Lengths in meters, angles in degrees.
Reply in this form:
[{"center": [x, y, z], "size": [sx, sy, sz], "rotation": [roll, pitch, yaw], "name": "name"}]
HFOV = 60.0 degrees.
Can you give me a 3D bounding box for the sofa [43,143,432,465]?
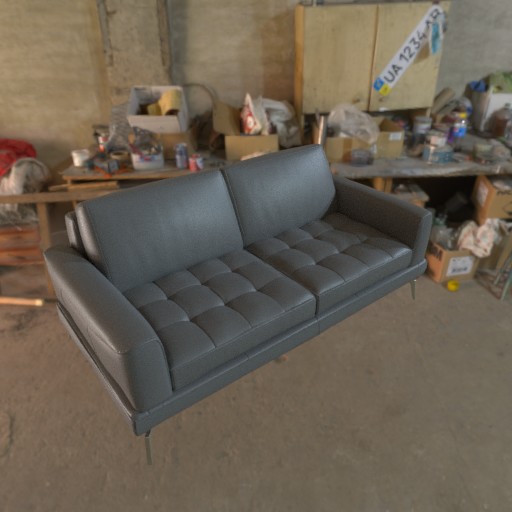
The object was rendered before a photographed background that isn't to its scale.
[{"center": [0.000, 0.000, 2.700], "size": [2.177, 0.930, 1.121], "rotation": [-22, 37, -32], "name": "sofa"}]
